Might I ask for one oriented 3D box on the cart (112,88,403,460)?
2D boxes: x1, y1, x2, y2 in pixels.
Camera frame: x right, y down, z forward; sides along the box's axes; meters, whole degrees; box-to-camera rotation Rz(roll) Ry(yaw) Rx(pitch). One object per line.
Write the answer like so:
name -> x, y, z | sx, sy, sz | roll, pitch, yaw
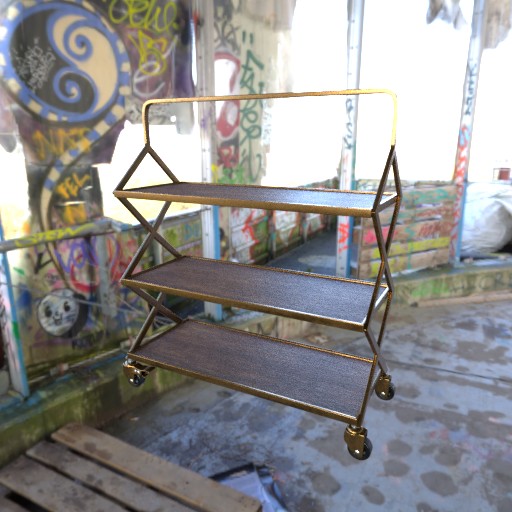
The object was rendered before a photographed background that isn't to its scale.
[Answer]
cart -> 0.000, 0.000, 1.170 | 0.723, 0.805, 0.313 | 8, 17, 27
